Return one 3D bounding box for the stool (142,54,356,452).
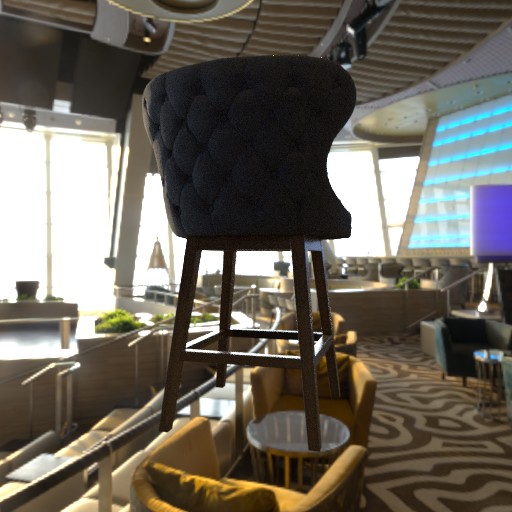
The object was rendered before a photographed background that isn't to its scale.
[{"bbox_3d":[0.000,0.000,1.349,0.615,0.972,0.597,0,0,17],"label":"stool"}]
